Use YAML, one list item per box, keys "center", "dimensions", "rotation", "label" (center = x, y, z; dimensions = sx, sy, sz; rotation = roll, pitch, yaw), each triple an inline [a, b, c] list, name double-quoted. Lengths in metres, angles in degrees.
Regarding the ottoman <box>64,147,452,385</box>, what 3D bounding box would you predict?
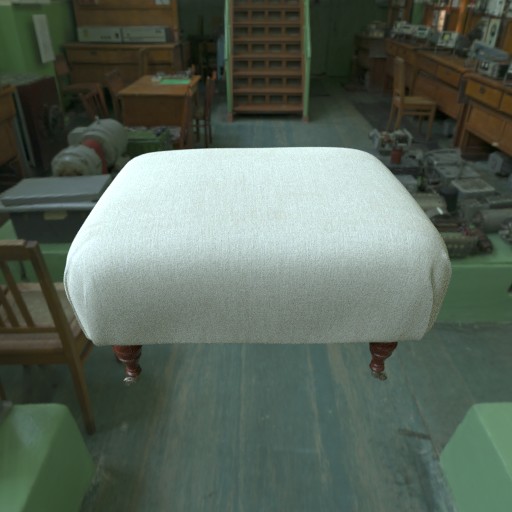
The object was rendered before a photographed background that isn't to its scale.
- center: [0.000, 0.000, 1.118]
  dimensions: [0.747, 0.450, 0.622]
  rotation: [-1, 30, -1]
  label: "ottoman"
